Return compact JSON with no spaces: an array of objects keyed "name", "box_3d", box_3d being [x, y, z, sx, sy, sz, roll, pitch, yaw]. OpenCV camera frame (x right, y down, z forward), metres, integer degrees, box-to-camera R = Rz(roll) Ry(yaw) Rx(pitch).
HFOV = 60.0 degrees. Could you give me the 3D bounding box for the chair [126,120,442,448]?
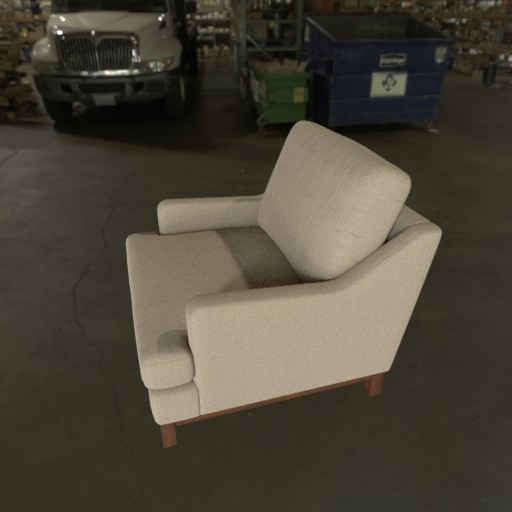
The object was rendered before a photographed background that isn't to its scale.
[{"name":"chair","box_3d":[0.000,0.000,1.780,1.001,0.916,0.912,-8,30,-15]}]
